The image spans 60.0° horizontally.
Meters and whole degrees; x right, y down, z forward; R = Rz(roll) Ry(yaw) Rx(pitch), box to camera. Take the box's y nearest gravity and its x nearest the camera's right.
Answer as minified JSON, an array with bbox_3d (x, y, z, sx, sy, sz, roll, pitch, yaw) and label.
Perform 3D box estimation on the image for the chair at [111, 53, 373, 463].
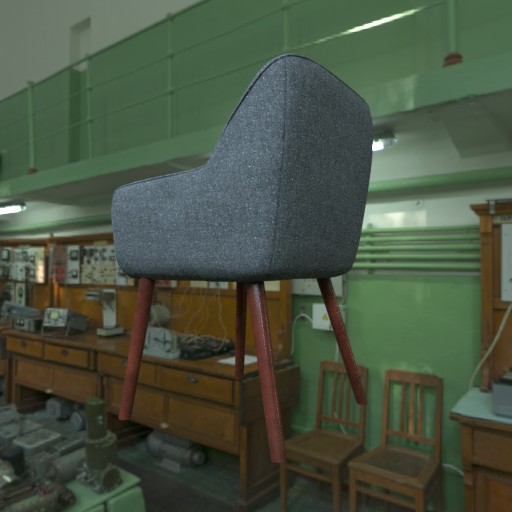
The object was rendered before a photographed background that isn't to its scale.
[{"bbox_3d":[0.000,0.000,1.160,0.519,0.803,0.543,-1,-1,35],"label":"chair"}]
